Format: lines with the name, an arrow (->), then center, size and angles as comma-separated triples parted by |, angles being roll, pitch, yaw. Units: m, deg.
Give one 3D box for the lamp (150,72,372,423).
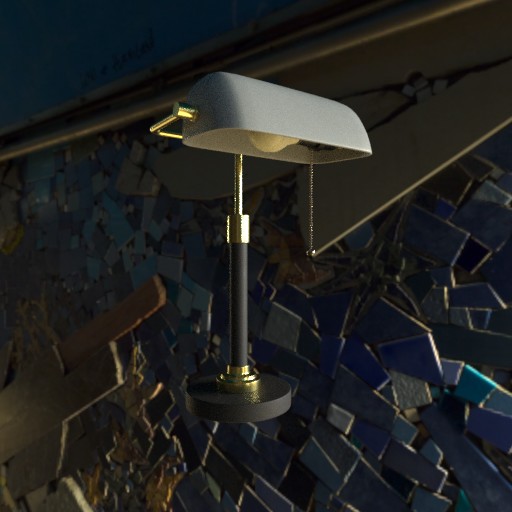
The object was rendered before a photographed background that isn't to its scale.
lamp -> 0.000, 0.000, 0.572 | 0.269, 0.404, 0.227 | -1, 1, -35
